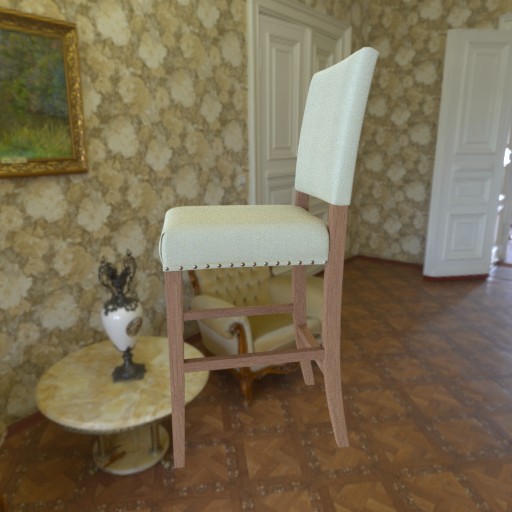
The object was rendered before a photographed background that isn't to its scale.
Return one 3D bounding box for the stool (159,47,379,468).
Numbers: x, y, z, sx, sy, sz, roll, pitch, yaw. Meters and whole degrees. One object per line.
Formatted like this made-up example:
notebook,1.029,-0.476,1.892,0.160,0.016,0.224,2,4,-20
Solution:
stool,0.000,0.000,1.420,0.584,1.168,0.445,-2,14,-9
